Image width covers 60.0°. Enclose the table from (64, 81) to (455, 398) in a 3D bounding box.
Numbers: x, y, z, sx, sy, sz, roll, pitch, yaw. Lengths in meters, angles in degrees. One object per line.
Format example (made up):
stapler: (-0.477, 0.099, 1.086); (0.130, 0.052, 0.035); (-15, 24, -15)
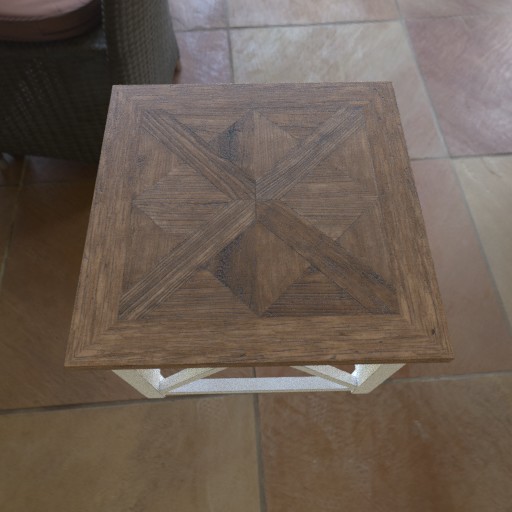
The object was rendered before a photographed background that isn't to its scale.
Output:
table: (0.000, 0.000, 1.186); (0.700, 0.532, 0.700); (-1, 63, -1)
